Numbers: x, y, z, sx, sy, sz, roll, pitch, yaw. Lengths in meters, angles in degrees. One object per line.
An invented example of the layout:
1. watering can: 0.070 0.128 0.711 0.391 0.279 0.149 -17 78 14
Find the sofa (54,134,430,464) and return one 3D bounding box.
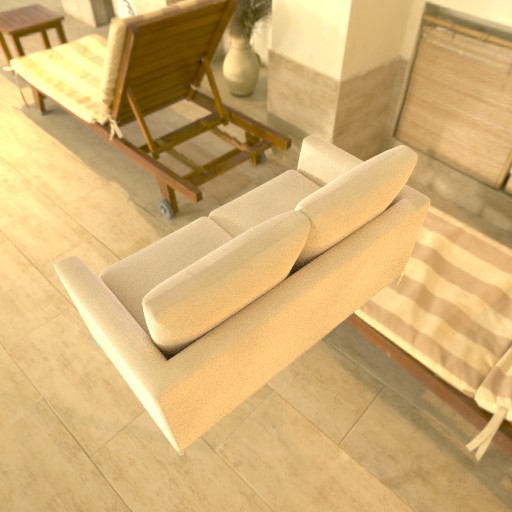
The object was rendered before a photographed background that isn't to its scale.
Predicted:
1. sofa: 0.000 0.000 2.356 1.739 0.995 0.906 -32 54 -27
